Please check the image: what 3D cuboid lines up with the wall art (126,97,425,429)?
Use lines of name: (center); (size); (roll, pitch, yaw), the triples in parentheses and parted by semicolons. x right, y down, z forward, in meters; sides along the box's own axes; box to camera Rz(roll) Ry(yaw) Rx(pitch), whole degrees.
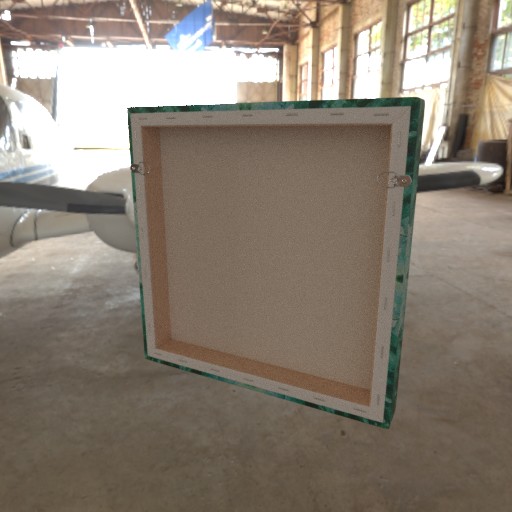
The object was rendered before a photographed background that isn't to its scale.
wall art: (0.000, 0.000, 0.480); (0.313, 0.313, 0.033); (8, 17, 26)
